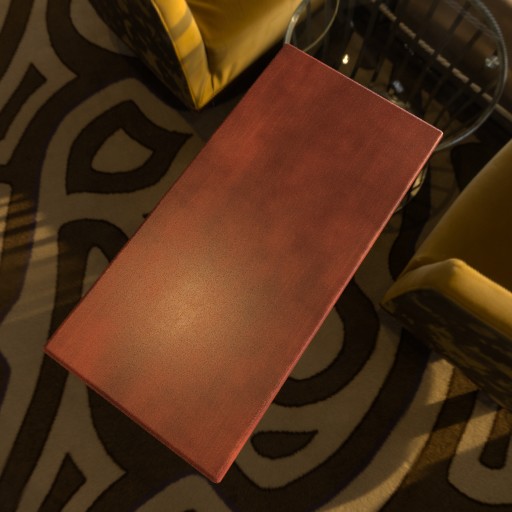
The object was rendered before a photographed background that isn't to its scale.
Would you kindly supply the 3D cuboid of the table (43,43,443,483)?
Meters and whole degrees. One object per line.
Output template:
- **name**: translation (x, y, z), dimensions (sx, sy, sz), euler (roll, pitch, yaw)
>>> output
- **table**: translation (0.000, 0.000, 1.481), dimensions (0.580, 0.485, 1.171), euler (34, 78, 8)
